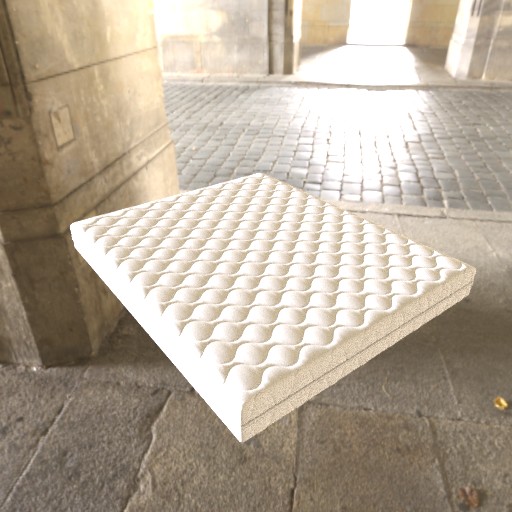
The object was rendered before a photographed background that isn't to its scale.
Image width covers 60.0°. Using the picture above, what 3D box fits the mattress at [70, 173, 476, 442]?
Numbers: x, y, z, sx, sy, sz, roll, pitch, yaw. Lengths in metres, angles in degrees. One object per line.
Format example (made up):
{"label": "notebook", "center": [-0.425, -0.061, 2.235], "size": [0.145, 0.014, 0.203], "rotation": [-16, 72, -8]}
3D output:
{"label": "mattress", "center": [0.000, 0.000, 2.680], "size": [1.600, 0.200, 1.900], "rotation": [-21, 37, -32]}
